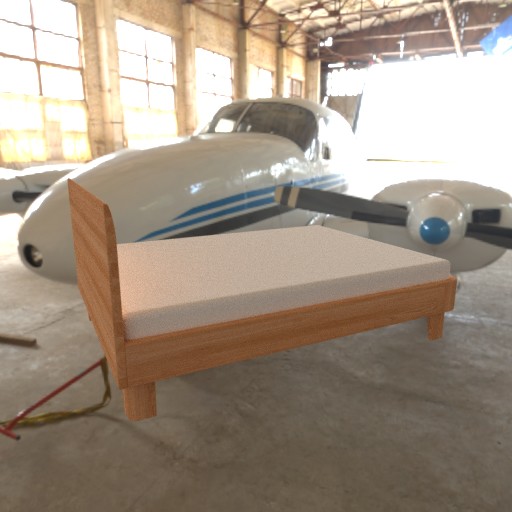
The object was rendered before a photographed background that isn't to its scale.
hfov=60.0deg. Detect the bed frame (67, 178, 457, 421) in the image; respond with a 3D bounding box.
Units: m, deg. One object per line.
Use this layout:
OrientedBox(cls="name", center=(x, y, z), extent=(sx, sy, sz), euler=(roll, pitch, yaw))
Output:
OrientedBox(cls="bed frame", center=(0.000, 0.000, 2.788), extent=(1.992, 0.940, 1.472), euler=(-7, 16, -26))
